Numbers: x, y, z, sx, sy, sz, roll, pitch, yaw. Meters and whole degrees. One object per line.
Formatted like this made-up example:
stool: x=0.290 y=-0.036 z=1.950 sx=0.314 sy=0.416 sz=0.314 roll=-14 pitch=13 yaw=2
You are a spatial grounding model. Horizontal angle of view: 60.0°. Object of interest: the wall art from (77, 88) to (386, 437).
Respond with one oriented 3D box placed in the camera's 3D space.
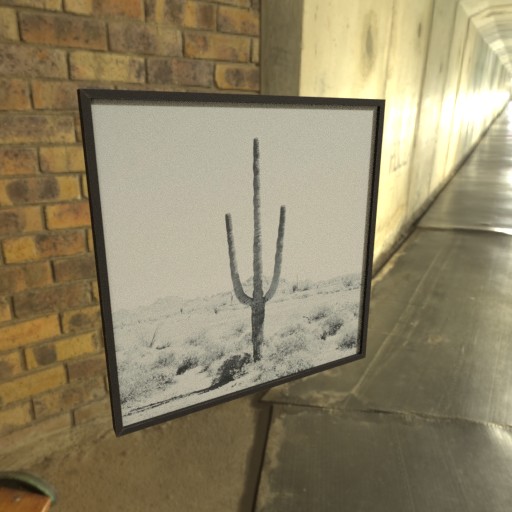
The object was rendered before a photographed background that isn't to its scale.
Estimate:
wall art: x=0.000 y=0.000 z=1.116 sx=0.762 sy=0.762 sz=0.038 roll=-9 pitch=19 yaw=-28
